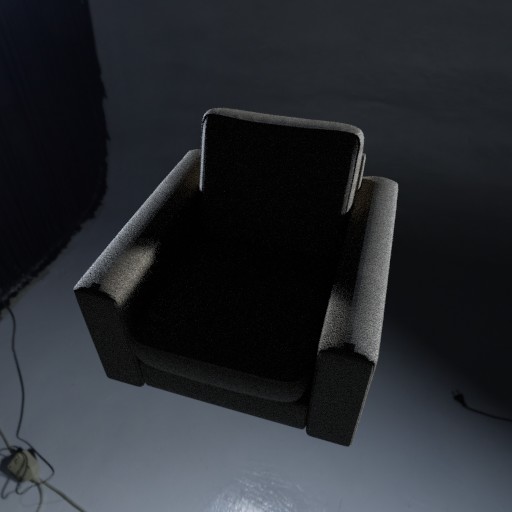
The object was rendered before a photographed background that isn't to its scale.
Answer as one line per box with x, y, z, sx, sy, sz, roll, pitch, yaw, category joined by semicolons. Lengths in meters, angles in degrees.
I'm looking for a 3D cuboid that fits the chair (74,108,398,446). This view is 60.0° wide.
0.000;0.000;1.769;1.005;0.873;1.016;12;43;13;chair
